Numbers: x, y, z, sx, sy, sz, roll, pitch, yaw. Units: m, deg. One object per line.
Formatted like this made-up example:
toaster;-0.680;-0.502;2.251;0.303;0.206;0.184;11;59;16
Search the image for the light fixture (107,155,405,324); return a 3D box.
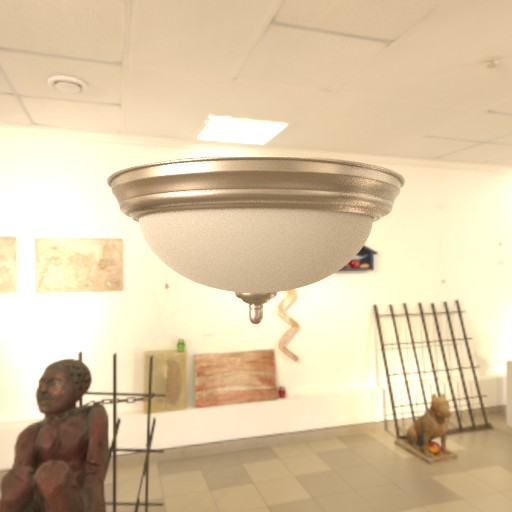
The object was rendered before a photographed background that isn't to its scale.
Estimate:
light fixture;0.000;0.000;0.438;0.280;0.135;0.280;0;0;0
